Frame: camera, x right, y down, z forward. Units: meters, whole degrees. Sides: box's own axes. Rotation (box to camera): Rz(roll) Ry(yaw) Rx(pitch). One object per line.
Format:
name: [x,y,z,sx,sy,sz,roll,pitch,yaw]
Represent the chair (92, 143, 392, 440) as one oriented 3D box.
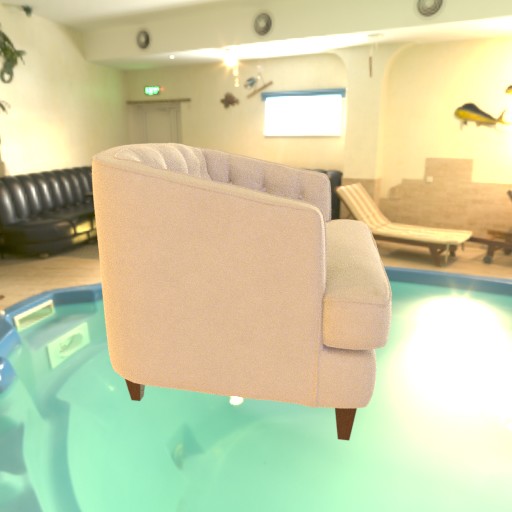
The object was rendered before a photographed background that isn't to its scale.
chair: [0.000,0.000,1.740,0.941,0.852,1.104,3,16,10]
